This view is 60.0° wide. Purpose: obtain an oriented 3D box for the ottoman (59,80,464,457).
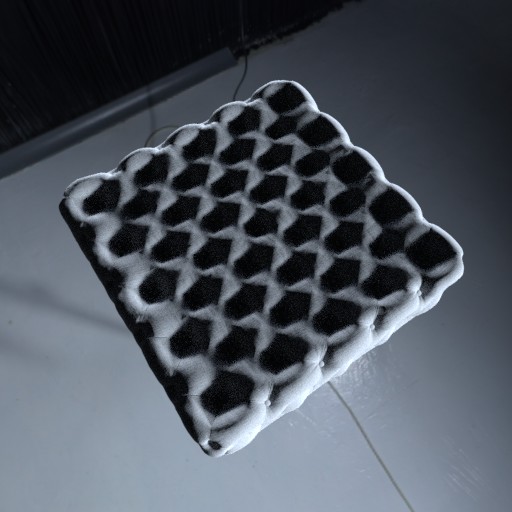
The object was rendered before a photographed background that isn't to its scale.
[{"bbox_3d":[0.000,0.000,1.207,0.764,0.365,0.758,-32,69,-14],"label":"ottoman"}]
